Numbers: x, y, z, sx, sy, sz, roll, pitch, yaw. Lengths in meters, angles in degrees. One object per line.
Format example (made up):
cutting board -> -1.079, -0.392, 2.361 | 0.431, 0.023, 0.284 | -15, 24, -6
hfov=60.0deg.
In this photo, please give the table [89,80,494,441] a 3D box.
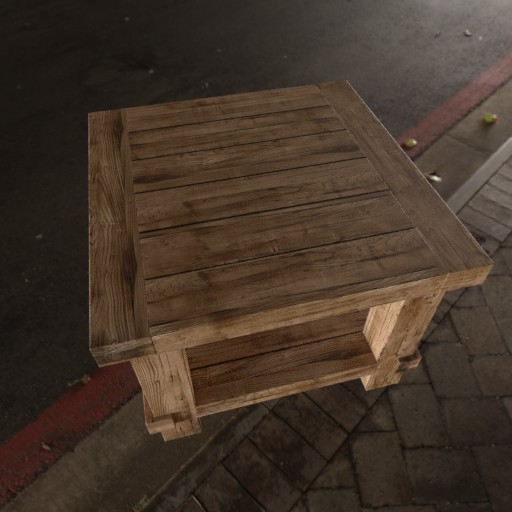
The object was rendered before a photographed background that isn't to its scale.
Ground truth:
table -> 0.000, 0.000, 1.004 | 0.610, 0.457, 0.610 | -11, 49, -9
